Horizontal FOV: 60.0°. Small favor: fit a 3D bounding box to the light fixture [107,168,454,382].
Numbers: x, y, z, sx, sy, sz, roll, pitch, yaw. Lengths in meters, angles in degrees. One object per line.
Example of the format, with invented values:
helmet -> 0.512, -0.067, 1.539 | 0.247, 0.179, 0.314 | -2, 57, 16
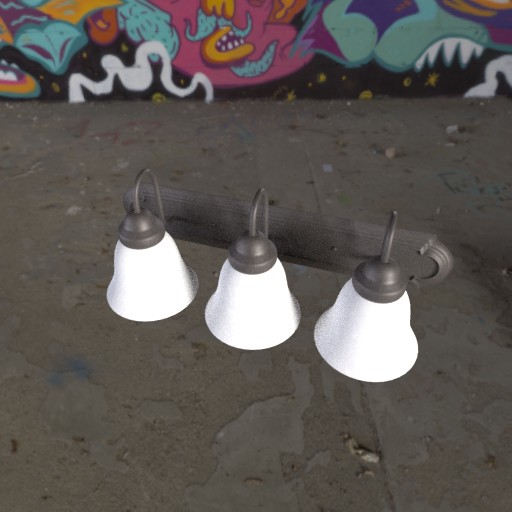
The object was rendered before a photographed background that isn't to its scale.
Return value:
light fixture -> 0.000, 0.000, 0.707 | 0.610, 0.222, 0.199 | 12, 41, 14
